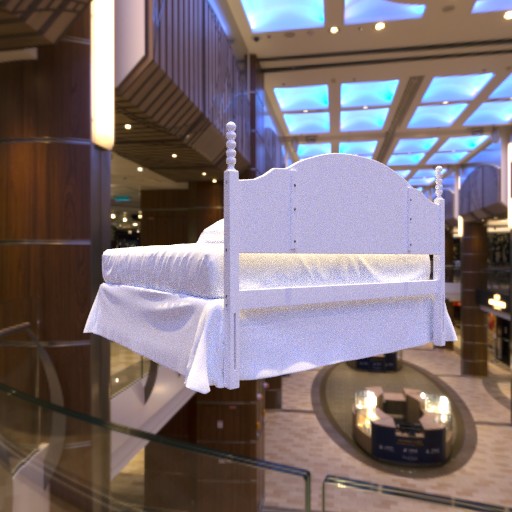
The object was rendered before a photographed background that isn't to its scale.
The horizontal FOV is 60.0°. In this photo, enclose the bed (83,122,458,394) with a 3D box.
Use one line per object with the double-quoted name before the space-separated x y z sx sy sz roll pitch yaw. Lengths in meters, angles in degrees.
"bed" 0.000 0.000 3.667 2.322 1.355 2.219 0 0 -36
